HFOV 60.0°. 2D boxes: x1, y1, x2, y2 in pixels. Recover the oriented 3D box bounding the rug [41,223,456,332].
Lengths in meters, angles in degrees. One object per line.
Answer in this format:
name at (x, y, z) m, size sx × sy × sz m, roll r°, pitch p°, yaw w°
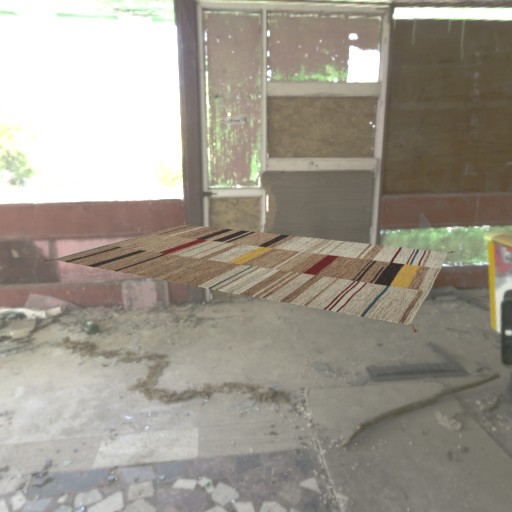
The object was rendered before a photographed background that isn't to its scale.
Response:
rug at (0.000, 0.000, 2.403) m, size 1.918 × 0.007 × 1.268 m, roll 8°, pitch 16°, yaw 27°
